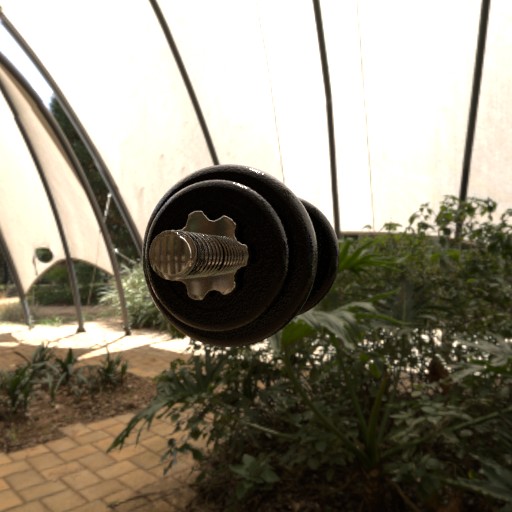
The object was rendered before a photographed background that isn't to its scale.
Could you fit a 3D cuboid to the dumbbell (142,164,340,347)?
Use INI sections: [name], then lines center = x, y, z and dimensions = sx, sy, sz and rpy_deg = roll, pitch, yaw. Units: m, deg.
[dumbbell]
center = 0.000, 0.000, 0.603
dimensions = 0.202, 0.202, 0.497
rpy_deg = 0, 0, 16
